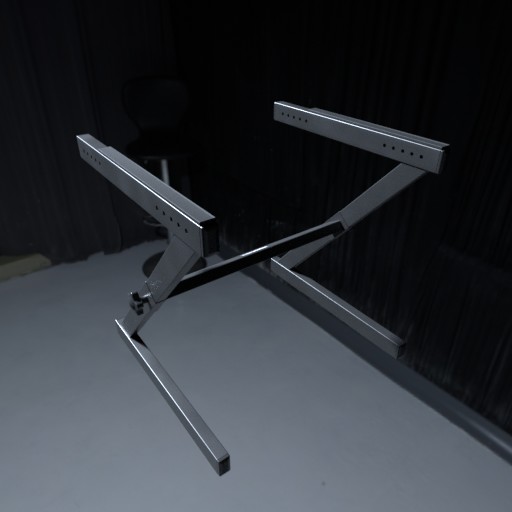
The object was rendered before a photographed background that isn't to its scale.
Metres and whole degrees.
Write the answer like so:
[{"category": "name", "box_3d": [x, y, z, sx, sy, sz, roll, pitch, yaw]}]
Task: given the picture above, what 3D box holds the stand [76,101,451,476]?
[{"category": "stand", "box_3d": [0.000, 0.000, 1.156, 0.700, 0.617, 0.586, -21, 37, -30]}]
